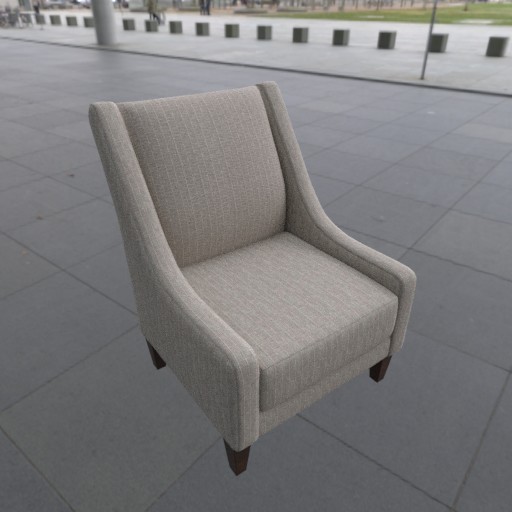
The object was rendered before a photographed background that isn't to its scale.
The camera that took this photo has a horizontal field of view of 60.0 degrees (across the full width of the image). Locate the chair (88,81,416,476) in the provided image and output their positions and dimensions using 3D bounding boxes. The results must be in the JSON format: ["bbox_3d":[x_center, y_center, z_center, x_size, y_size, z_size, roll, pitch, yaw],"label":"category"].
[{"bbox_3d":[0.000,0.000,1.580,0.774,1.014,0.870,-20,36,-31],"label":"chair"}]
